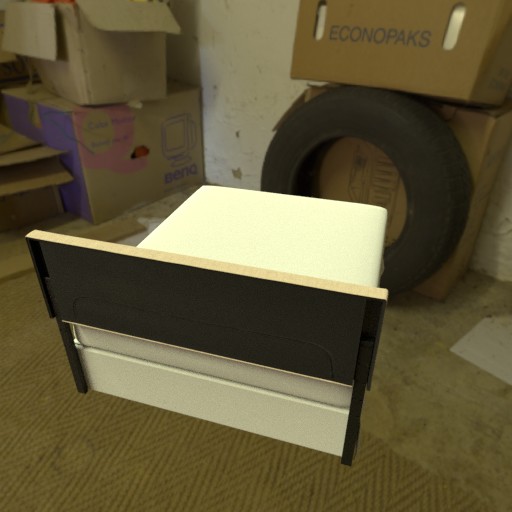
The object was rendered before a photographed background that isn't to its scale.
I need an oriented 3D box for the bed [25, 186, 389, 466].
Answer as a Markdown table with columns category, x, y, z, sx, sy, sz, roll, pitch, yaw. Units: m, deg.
| category | x | y | z | sx | sy | sz | roll | pitch | yaw |
| --- | --- | --- | --- | --- | --- | --- | --- | --- | --- |
| bed | 0.000 | 0.000 | 2.800 | 1.616 | 1.016 | 1.876 | 9 | 33 | 15 |
